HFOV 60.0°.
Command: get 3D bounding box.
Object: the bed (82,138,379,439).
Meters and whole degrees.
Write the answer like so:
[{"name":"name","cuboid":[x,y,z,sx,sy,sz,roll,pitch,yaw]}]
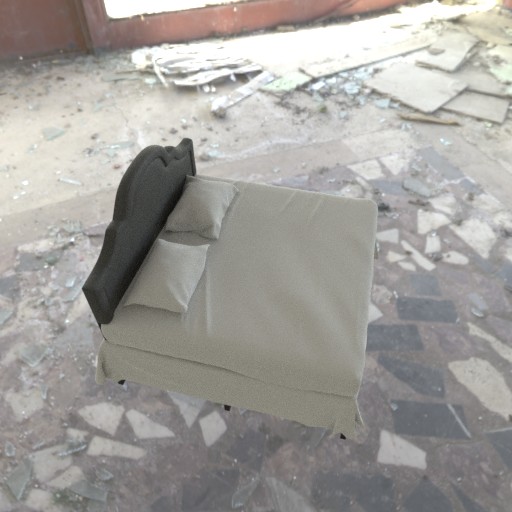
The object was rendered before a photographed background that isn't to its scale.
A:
[{"name":"bed","cuboid":[0.000,0.000,3.796,2.222,1.631,2.303,10,47,10]}]
